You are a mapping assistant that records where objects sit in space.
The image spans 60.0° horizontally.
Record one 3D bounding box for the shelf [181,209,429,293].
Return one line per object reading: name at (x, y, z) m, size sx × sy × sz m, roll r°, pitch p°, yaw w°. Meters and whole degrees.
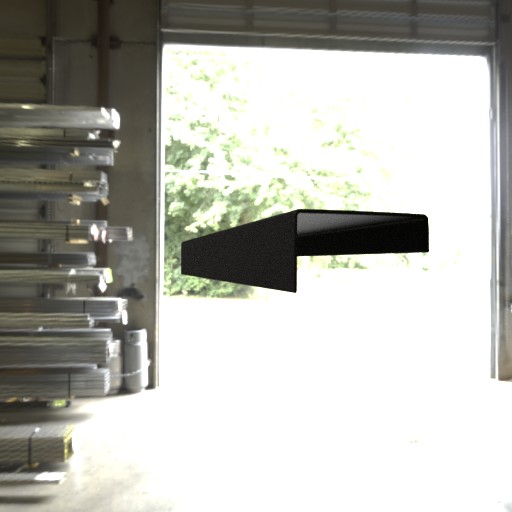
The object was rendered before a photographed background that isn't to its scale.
shelf at (0.000, 0.000, 0.504) m, size 0.102 × 0.053 × 0.456 m, roll 0°, pitch -1°, yaw -18°
